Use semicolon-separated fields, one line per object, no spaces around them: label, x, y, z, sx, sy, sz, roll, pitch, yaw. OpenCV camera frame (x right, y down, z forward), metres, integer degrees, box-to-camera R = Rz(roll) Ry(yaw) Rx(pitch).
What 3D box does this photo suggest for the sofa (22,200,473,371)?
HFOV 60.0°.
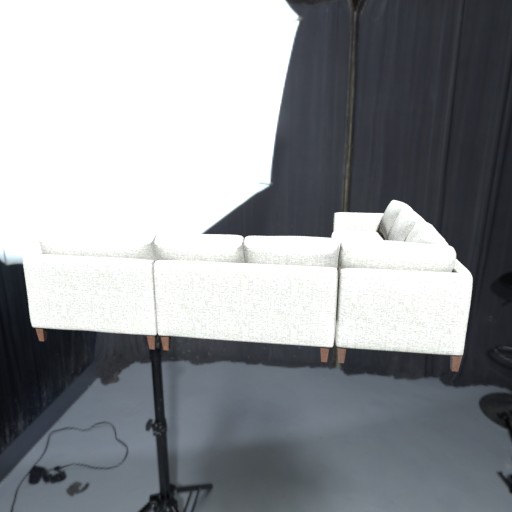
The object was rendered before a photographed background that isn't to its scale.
sofa;0.000;0.000;4.565;3.460;0.959;2.593;2;15;8
